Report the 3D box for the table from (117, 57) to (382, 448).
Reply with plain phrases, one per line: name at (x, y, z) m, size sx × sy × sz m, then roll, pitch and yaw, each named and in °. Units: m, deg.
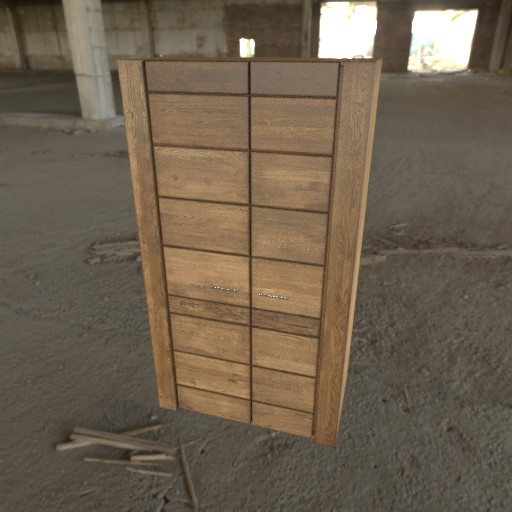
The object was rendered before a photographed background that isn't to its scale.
table at (0.000, 0.000, 2.461) m, size 1.100 × 2.000 × 0.600 m, roll 7°, pitch 26°, yaw 15°
